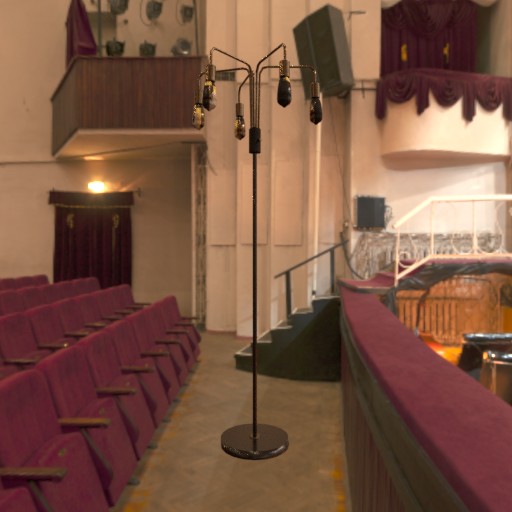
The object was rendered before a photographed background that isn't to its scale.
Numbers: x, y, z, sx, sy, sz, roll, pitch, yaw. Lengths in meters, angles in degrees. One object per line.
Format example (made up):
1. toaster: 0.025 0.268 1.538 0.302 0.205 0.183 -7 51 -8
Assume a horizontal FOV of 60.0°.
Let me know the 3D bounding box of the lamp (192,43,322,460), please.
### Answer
1. lamp: 0.000 0.000 2.023 0.599 1.721 0.572 0 1 0
